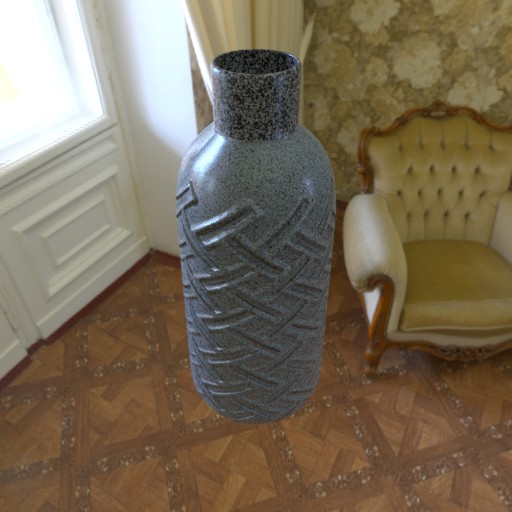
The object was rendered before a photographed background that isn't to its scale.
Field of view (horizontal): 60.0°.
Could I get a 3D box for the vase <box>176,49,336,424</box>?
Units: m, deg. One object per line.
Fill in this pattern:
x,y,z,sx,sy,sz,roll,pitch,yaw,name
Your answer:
0.000,0.000,0.337,0.122,0.282,0.122,0,39,0,vase
